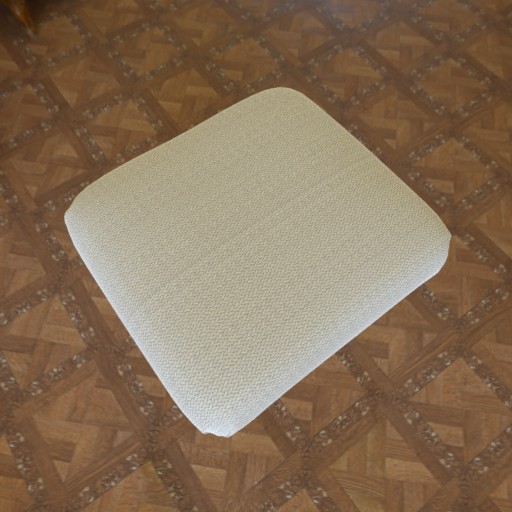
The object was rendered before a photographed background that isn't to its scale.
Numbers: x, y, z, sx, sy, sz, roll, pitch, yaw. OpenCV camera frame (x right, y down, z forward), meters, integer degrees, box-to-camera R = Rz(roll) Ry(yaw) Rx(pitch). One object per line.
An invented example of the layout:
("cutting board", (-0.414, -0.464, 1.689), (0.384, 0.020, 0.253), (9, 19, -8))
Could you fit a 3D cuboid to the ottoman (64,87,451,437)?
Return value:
("ottoman", (0.000, 0.000, 1.093), (0.684, 0.447, 0.622), (-34, 68, -16))
